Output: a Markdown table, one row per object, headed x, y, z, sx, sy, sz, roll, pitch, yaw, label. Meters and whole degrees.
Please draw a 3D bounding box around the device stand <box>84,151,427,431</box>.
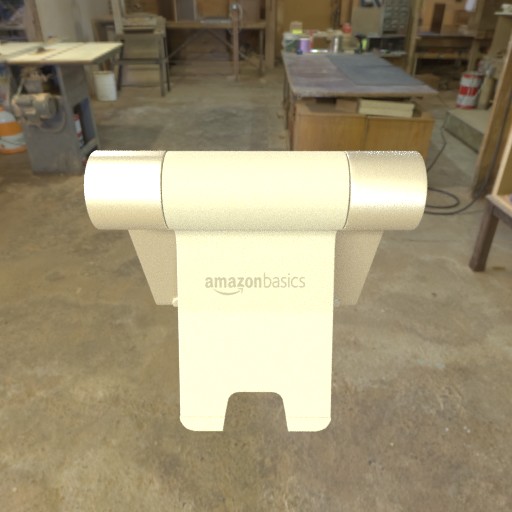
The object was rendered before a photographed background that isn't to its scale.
| x | y | z | sx | sy | sz | roll | pitch | yaw | label |
| --- | --- | --- | --- | --- | --- | --- | --- | --- | --- |
| 0.000 | 0.000 | 0.153 | 0.086 | 0.084 | 0.079 | 0 | 31 | 0 | device stand |
